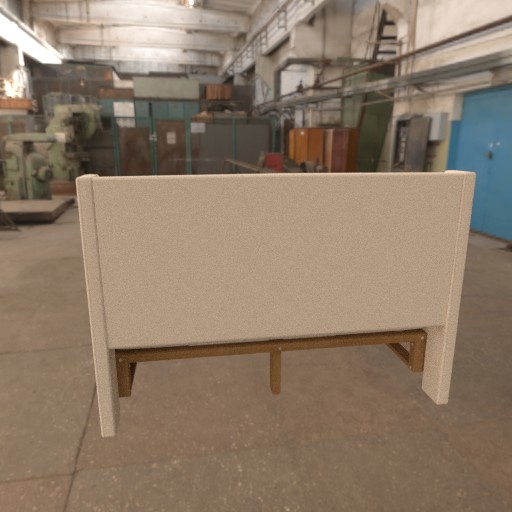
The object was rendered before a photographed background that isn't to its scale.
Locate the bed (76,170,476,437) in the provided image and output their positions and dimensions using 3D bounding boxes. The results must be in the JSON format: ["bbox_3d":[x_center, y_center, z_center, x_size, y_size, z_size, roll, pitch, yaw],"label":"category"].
[{"bbox_3d":[0.000,0.000,3.580,2.145,1.471,2.293,-2,15,-9],"label":"bed"}]
